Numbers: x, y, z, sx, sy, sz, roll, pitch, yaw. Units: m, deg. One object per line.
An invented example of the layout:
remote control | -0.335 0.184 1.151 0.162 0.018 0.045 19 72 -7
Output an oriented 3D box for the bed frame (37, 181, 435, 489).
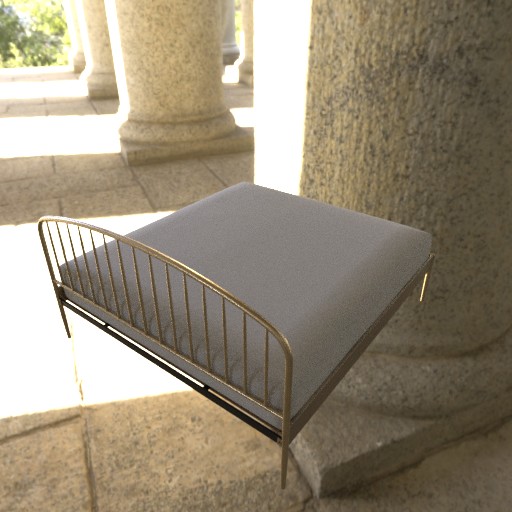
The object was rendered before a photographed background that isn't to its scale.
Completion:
bed frame | 0.000 0.000 3.313 2.016 1.174 2.152 21 36 32
